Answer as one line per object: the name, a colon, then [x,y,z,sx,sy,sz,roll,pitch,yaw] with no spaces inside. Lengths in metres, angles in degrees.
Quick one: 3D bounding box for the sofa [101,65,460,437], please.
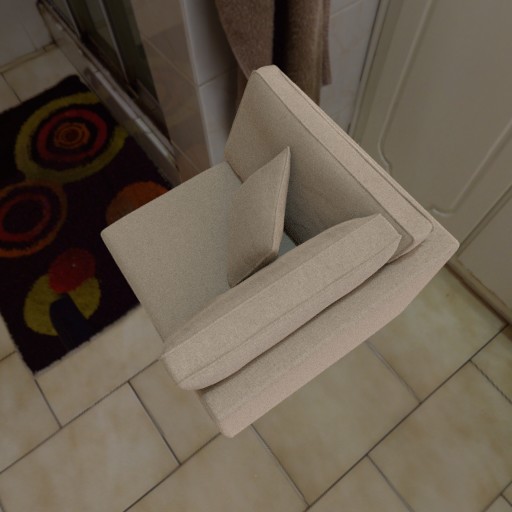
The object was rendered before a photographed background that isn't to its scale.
sofa: [0.000,0.000,1.997,1.146,1.002,1.084,-32,68,-15]
